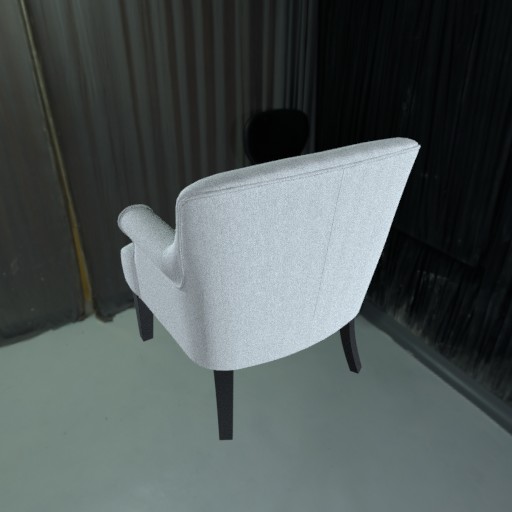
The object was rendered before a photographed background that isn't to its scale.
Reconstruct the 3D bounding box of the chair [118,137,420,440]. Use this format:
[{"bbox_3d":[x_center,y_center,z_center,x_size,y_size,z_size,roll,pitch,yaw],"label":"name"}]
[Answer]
[{"bbox_3d":[0.000,0.000,1.478,0.781,0.875,0.750,-17,34,-27],"label":"chair"}]
